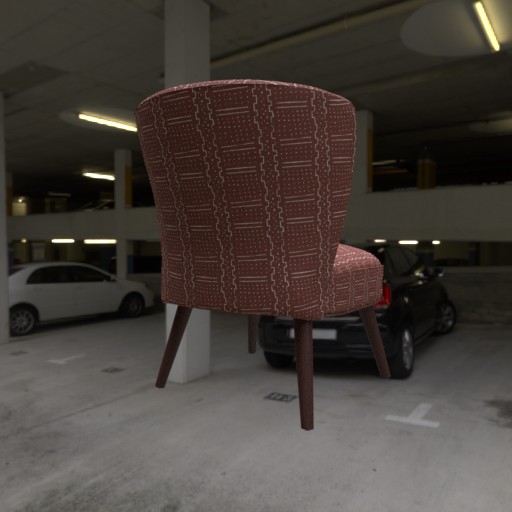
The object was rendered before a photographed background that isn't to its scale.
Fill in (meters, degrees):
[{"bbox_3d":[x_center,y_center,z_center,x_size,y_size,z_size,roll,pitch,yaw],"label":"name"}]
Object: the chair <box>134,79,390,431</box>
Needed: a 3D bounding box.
[{"bbox_3d":[0.000,0.000,1.410,0.706,0.866,0.758,2,3,36],"label":"chair"}]
